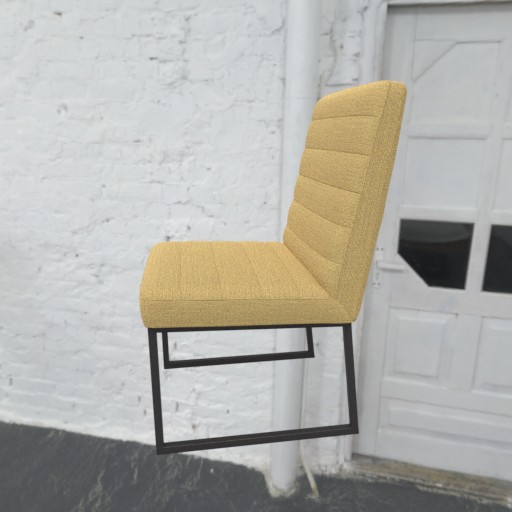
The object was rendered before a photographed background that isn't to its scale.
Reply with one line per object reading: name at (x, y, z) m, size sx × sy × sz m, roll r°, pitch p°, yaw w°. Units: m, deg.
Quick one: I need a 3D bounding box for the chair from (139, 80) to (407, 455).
chair at (0.000, 0.000, 1.300) m, size 0.634 × 0.930 × 0.520 m, roll -2°, pitch 16°, yaw -9°
